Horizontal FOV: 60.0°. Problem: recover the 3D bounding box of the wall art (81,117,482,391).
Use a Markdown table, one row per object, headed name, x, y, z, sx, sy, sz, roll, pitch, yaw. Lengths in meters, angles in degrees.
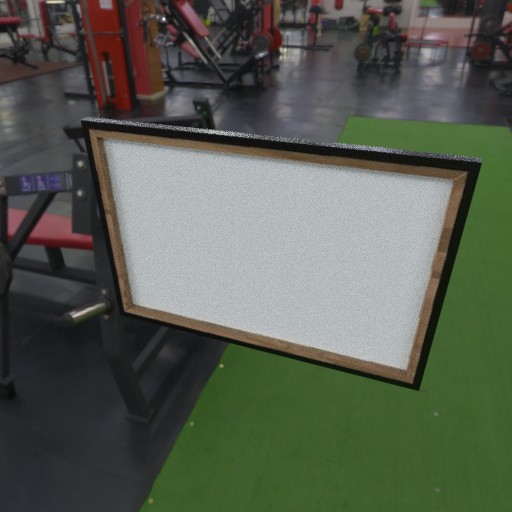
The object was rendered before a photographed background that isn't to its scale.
| name | x | y | z | sx | sy | sz | roll | pitch | yaw |
| --- | --- | --- | --- | --- | --- | --- | --- | --- | --- |
| wall art | 0.000 | 0.000 | 0.820 | 0.659 | 0.446 | 0.022 | 11 | 33 | 17 |
